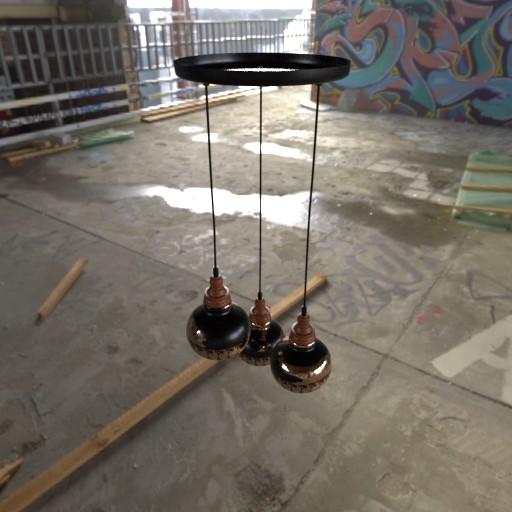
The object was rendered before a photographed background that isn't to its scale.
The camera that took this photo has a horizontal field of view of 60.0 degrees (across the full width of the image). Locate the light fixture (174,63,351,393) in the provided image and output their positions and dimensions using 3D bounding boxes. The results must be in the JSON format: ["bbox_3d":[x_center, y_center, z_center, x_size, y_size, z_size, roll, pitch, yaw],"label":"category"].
[{"bbox_3d":[0.000,0.000,1.740,0.605,1.410,0.608,-18,34,-29],"label":"light fixture"}]
